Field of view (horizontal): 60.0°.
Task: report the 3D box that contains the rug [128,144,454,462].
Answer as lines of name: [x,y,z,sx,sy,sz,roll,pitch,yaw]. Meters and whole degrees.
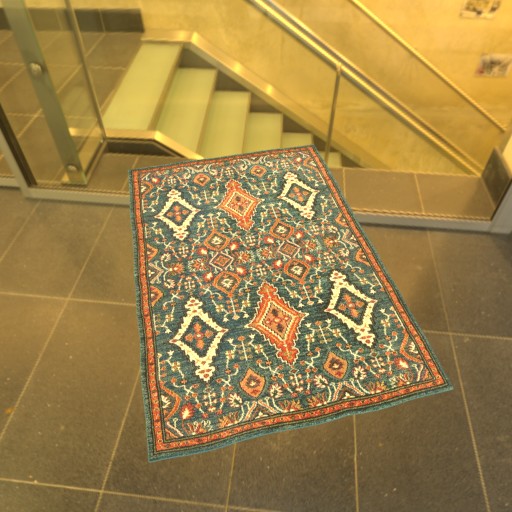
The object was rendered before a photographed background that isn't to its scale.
rug: [0.000,0.000,2.996,1.622,0.009,2.373,-10,48,-9]
